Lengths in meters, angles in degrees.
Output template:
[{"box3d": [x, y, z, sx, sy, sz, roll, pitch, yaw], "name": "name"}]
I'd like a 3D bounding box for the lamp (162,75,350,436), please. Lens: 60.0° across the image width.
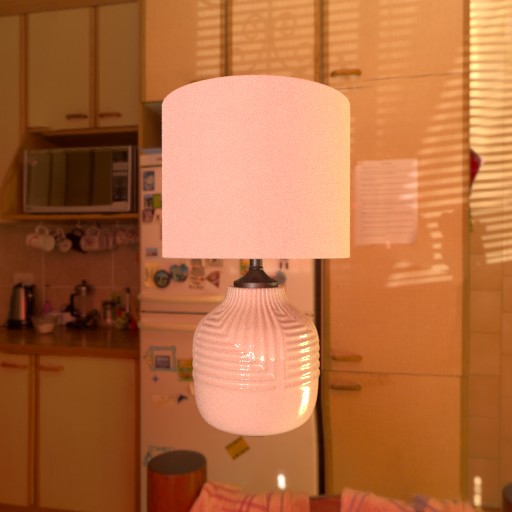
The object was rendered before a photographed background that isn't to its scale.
[{"box3d": [0.000, 0.000, 0.767, 0.318, 0.567, 0.318, 0, 1, 0], "name": "lamp"}]
